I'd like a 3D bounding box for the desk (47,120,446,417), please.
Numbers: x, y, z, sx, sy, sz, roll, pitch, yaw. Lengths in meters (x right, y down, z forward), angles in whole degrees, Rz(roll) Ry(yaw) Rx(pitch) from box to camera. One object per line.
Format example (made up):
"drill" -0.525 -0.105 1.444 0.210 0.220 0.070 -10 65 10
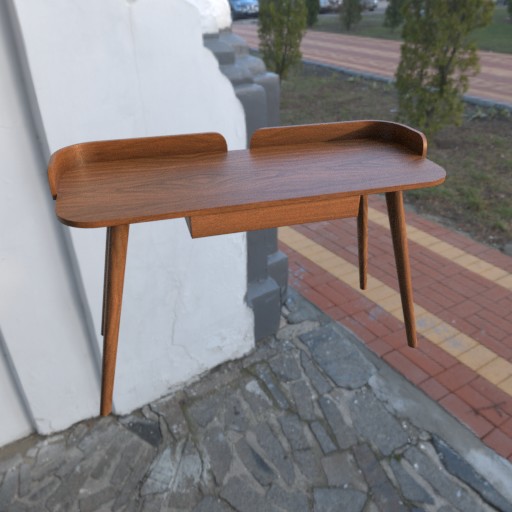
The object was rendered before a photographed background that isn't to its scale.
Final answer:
"desk" 0.000 0.000 1.636 1.256 0.800 0.486 -9 32 -14
